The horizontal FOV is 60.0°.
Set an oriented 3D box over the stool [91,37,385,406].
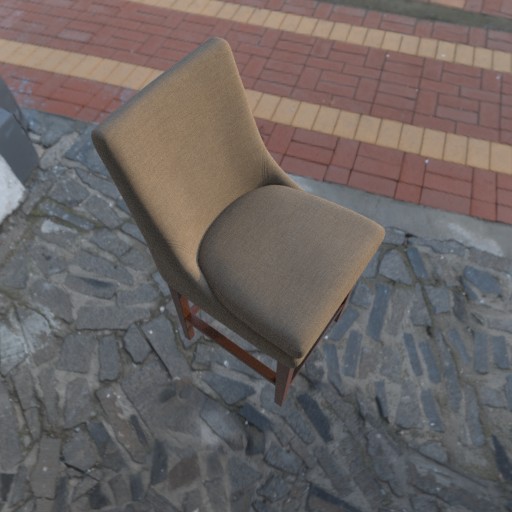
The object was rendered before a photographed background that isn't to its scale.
[{"bbox_3d":[0.000,0.000,1.299,0.577,0.981,0.470,31,63,18],"label":"stool"}]
